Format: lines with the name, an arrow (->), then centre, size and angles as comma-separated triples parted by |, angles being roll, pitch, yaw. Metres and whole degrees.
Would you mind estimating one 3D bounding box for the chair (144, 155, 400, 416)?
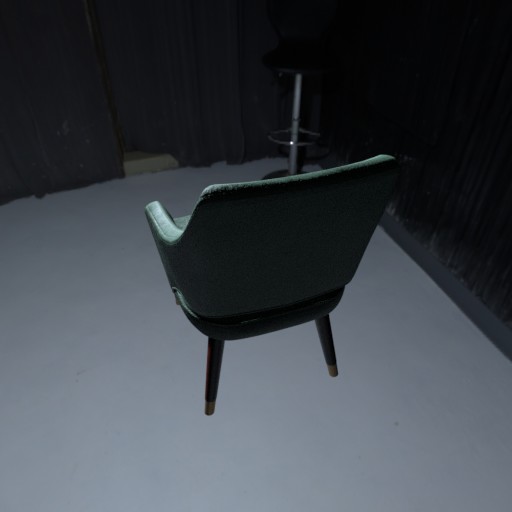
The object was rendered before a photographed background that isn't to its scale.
chair -> 0.000, 0.000, 1.584 | 0.683, 1.081, 0.794 | -13, 43, -14
